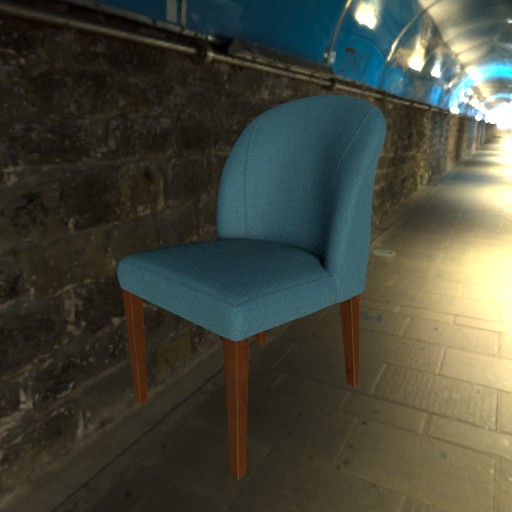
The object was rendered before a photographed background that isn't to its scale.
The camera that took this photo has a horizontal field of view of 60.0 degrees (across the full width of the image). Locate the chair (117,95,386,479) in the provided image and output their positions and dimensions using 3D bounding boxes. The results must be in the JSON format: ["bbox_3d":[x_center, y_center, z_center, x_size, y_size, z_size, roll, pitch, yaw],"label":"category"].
[{"bbox_3d":[0.000,0.000,1.250,0.507,0.879,0.620,16,23,42],"label":"chair"}]
